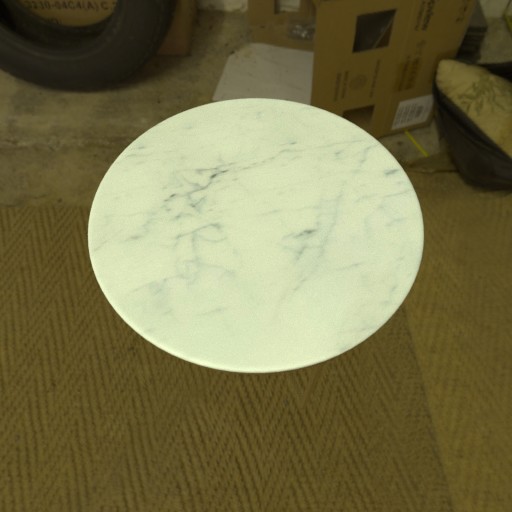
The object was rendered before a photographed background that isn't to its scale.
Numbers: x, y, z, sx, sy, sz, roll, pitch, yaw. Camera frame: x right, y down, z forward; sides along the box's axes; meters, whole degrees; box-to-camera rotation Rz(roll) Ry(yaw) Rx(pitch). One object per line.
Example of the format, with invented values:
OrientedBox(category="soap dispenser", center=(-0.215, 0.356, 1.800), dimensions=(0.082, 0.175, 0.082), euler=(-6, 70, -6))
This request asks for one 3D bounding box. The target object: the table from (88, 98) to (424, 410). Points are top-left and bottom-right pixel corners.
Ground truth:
OrientedBox(category="table", center=(0.000, 0.000, 1.263), dimensions=(0.800, 0.450, 0.800), euler=(0, 59, 0))
